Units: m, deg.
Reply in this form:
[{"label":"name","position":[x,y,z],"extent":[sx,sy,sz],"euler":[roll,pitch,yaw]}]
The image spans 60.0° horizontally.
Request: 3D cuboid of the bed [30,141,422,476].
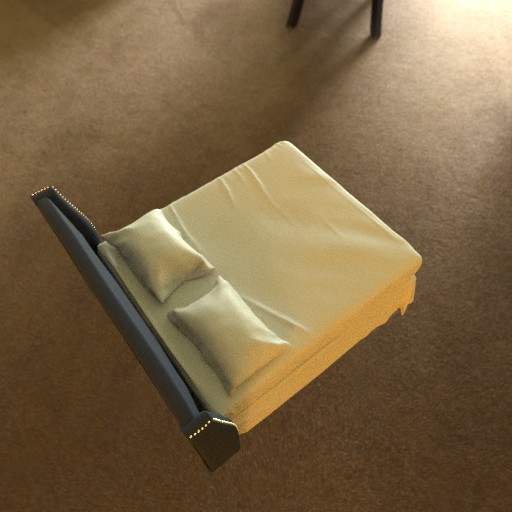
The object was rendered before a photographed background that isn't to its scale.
[{"label":"bed","position":[0.000,0.000,3.375],"extent":[2.276,1.332,1.925],"euler":[-33,63,-19]}]
